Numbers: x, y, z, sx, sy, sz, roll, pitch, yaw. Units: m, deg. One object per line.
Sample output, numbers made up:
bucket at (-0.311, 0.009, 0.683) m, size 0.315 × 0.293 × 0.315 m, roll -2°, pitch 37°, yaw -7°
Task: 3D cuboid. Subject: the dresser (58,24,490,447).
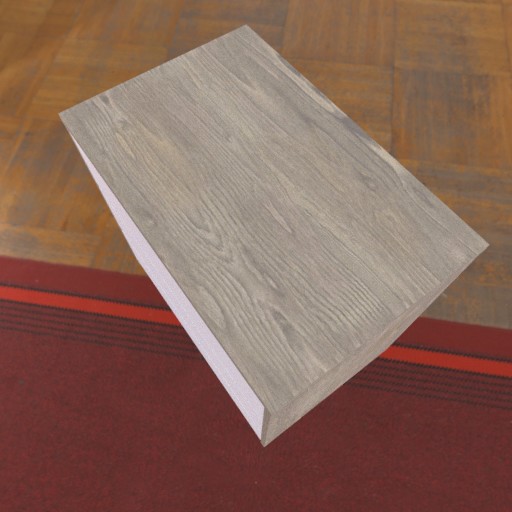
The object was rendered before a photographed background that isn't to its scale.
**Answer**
dresser at (0.000, 0.000, 1.274) m, size 0.529 × 0.762 × 0.809 m, roll -33°, pitch 68°, yaw -16°
